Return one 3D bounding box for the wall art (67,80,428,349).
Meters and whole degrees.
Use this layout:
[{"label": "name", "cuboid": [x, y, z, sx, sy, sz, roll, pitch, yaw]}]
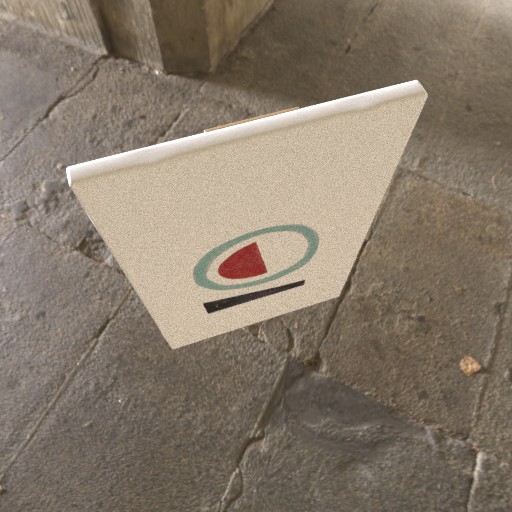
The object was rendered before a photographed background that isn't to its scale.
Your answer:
[{"label": "wall art", "cuboid": [0.000, 0.000, 1.114, 0.602, 0.902, 0.048, -16, 64, -8]}]
